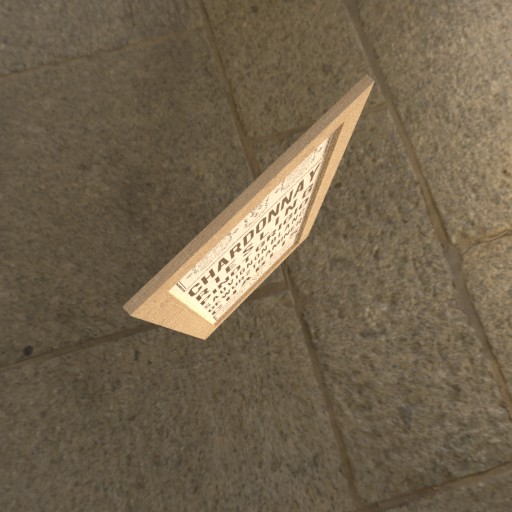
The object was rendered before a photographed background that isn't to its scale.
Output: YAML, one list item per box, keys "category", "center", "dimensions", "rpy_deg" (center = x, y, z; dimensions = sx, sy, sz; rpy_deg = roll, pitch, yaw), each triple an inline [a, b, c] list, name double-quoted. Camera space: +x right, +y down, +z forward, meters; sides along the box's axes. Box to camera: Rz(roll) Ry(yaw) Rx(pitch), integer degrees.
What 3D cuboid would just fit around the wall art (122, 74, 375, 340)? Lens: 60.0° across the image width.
- category: "wall art"
  center: [0.000, 0.000, 0.818]
  dimensions: [0.013, 0.683, 0.381]
  rpy_deg: [44, 81, 9]
